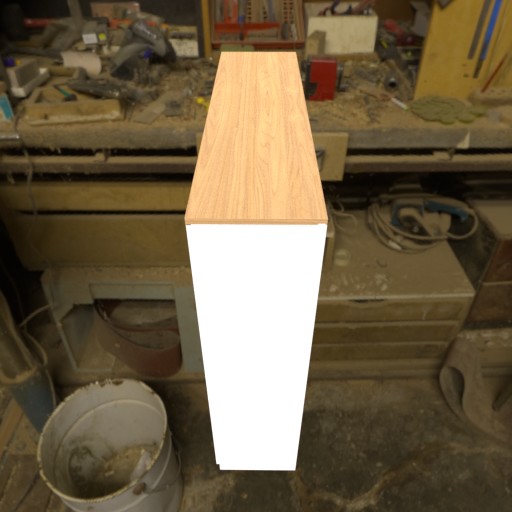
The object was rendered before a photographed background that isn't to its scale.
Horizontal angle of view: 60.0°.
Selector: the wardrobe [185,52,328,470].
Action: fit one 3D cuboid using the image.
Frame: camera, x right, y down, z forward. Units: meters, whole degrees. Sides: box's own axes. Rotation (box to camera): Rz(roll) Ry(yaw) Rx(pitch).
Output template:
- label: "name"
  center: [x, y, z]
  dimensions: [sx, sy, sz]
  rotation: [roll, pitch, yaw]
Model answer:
- label: "wardrobe"
  center: [0.000, 0.000, 3.313]
  dimensions: [0.590, 2.260, 2.160]
  rotation: [0, 41, 0]
